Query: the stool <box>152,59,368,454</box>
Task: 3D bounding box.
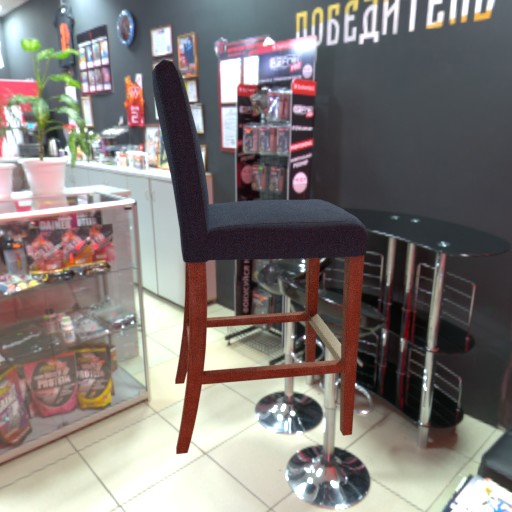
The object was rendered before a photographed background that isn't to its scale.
[{"bbox_3d":[0.000,0.000,1.408,0.574,1.088,0.454,-3,17,-10],"label":"stool"}]
